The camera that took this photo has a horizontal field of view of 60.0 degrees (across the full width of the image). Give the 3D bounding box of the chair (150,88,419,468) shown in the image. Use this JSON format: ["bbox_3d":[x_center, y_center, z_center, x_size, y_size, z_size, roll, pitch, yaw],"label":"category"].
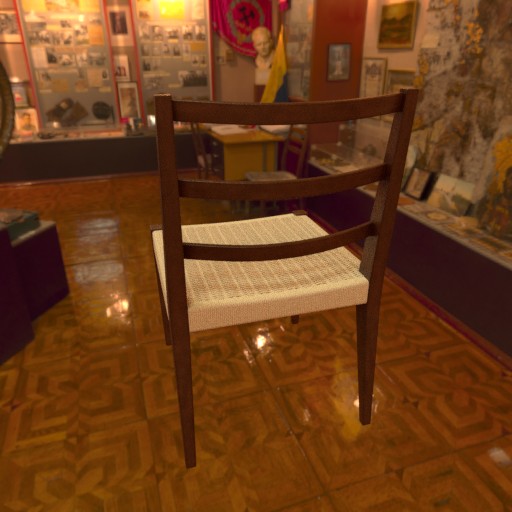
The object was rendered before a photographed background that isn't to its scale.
[{"bbox_3d":[0.000,0.000,1.113,0.480,0.813,0.551,-7,26,-15],"label":"chair"}]
